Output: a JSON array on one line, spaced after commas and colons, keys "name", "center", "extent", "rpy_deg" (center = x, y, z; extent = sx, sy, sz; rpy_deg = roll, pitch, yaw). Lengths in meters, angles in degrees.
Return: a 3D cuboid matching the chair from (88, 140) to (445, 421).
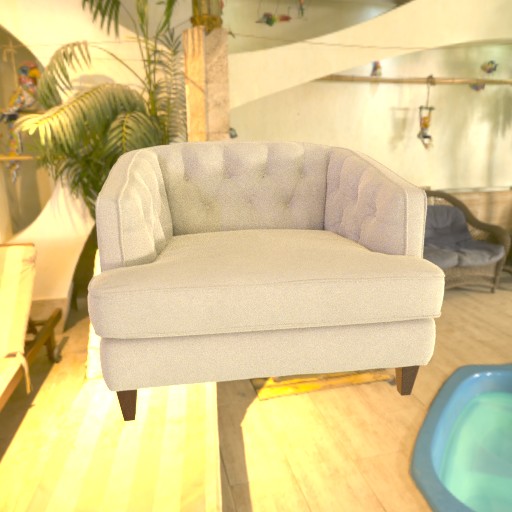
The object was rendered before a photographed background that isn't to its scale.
[{"name": "chair", "center": [0.000, 0.000, 1.724], "extent": [1.104, 0.852, 0.941], "rpy_deg": [-2, 16, -8]}]
